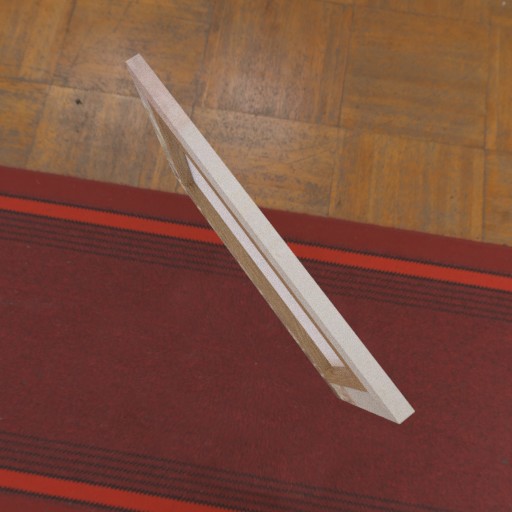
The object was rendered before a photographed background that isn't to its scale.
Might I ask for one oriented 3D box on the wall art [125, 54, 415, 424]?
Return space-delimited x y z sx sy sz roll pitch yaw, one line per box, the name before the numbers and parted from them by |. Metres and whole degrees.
wall art | 0.000 0.000 1.171 0.040 0.608 0.916 -35 79 -8
